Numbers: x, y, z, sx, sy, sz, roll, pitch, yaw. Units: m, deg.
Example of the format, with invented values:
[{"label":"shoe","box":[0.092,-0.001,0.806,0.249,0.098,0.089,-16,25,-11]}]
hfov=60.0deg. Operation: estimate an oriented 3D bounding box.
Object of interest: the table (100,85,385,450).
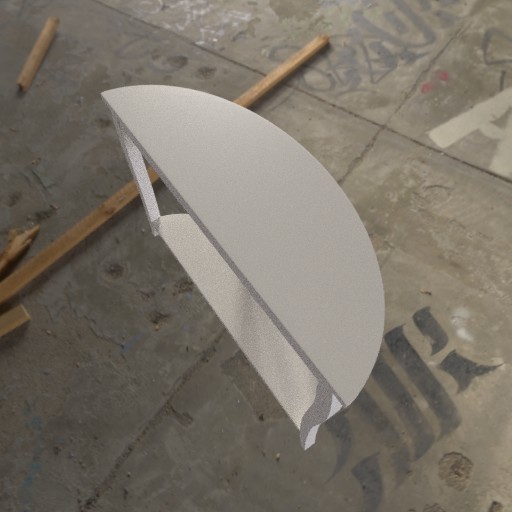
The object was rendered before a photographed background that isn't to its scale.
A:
[{"label":"table","box":[0.000,0.000,1.580,0.394,0.780,1.219,-31,63,-18]}]
